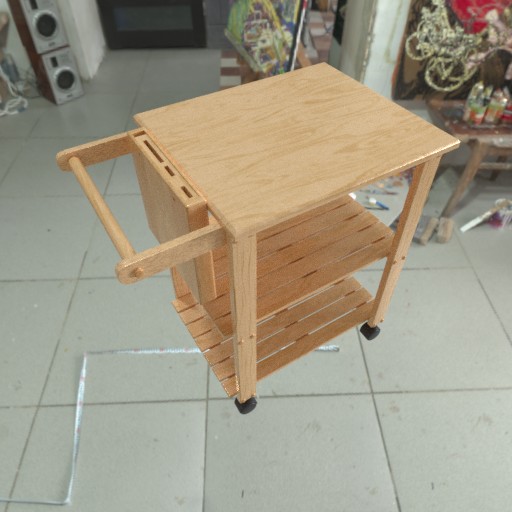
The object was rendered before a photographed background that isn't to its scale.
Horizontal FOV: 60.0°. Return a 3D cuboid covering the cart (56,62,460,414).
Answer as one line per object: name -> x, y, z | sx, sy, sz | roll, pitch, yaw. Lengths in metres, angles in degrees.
cart -> 0.000, 0.000, 1.333 | 0.843, 0.816, 0.520 | -24, 51, -21
